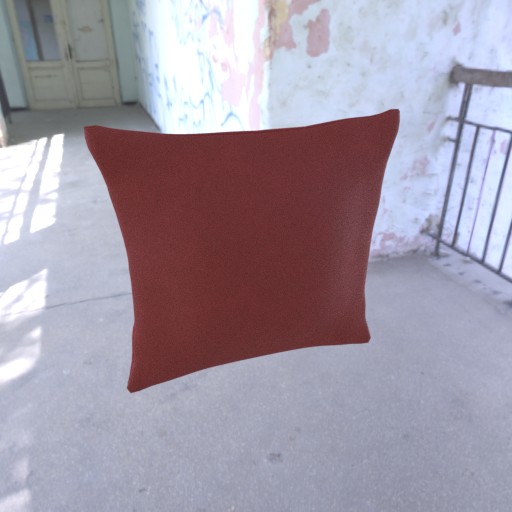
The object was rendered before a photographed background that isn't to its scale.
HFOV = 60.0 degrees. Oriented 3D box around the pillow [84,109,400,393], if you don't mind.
[{"bbox_3d":[0.000,0.000,0.677,0.435,0.416,0.151,-8,29,-15],"label":"pillow"}]
